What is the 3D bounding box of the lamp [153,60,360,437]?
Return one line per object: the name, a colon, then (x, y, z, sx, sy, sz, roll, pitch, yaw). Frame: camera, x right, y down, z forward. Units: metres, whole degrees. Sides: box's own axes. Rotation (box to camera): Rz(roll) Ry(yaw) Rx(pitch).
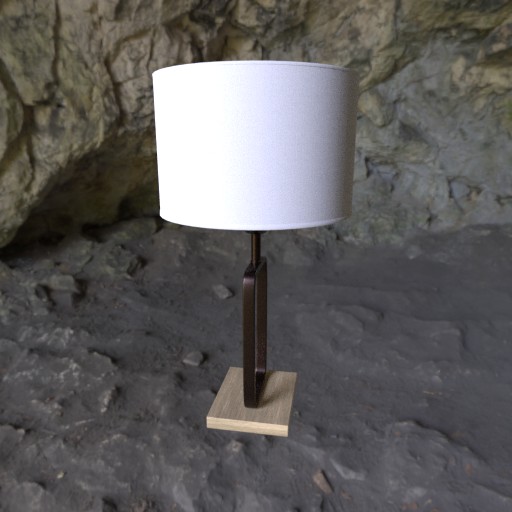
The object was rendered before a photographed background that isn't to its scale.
lamp: (0.000, 0.000, 0.675, 0.279, 0.508, 0.279, 3, 15, 10)
